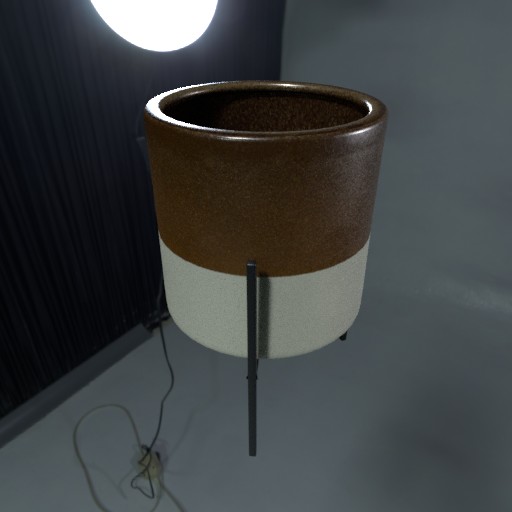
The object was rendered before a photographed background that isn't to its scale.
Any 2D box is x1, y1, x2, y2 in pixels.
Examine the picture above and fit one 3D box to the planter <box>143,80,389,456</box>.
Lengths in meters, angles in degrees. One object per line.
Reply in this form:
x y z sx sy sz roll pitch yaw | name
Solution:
0.000 0.000 0.555 0.269 0.375 0.255 19 36 28 | planter
